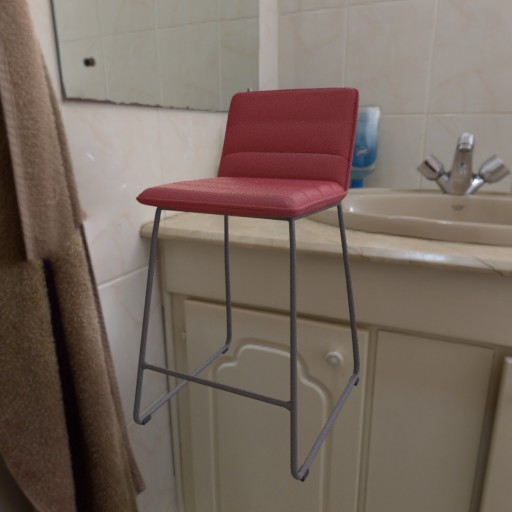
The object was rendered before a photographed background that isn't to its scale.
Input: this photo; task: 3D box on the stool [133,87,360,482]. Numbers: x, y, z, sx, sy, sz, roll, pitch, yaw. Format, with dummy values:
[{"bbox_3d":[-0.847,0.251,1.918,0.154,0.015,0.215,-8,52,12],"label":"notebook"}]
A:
[{"bbox_3d":[0.000,0.000,1.168,0.489,0.866,0.524,7,17,25],"label":"stool"}]
